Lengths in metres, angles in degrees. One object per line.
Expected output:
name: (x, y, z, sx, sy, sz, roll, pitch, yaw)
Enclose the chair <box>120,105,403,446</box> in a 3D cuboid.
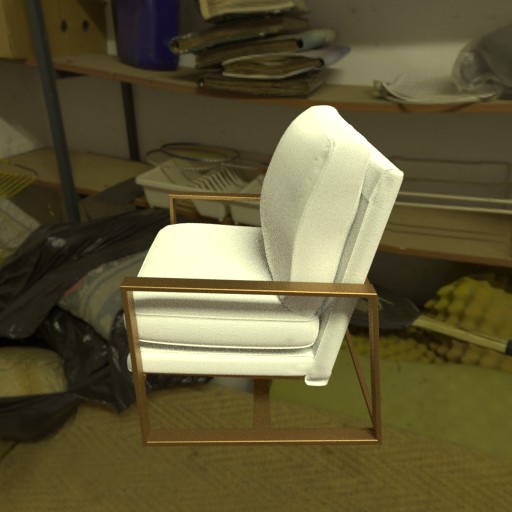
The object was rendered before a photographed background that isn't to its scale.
chair: (0.000, 0.000, 1.571, 0.813, 0.966, 0.805, 0, 26, -1)
